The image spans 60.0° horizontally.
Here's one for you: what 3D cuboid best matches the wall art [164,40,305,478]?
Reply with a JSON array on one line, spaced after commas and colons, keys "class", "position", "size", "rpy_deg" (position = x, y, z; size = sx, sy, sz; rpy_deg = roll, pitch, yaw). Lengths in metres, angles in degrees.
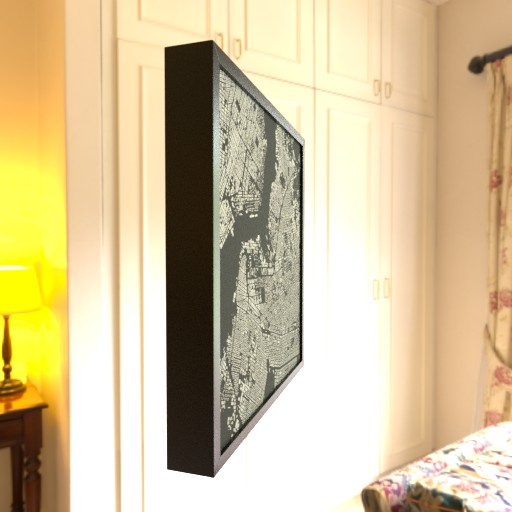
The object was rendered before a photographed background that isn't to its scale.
[{"class": "wall art", "position": [0.000, 0.000, 0.450], "size": [0.037, 0.299, 0.299], "rpy_deg": [1, 2, 18]}]
